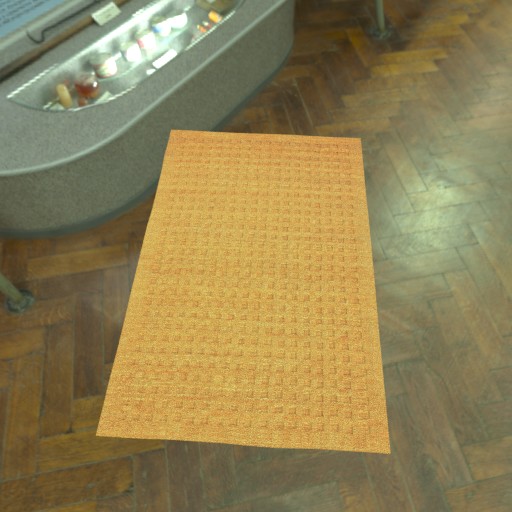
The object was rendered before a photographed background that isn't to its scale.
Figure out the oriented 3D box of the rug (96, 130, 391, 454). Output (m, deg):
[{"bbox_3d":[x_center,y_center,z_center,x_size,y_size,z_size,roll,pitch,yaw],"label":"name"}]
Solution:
[{"bbox_3d":[0.000,0.000,2.186,1.143,0.006,1.747,3,57,2],"label":"rug"}]
